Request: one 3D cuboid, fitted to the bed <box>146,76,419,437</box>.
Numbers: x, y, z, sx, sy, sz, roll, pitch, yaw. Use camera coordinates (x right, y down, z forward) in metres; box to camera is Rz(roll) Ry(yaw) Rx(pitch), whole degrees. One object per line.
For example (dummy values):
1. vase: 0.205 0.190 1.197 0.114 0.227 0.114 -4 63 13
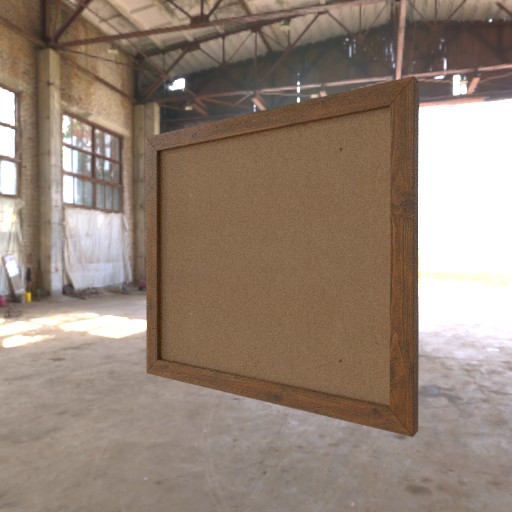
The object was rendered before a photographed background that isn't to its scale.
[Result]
1. bed: 0.000 0.000 1.478 1.046 0.942 0.046 0 1 36
